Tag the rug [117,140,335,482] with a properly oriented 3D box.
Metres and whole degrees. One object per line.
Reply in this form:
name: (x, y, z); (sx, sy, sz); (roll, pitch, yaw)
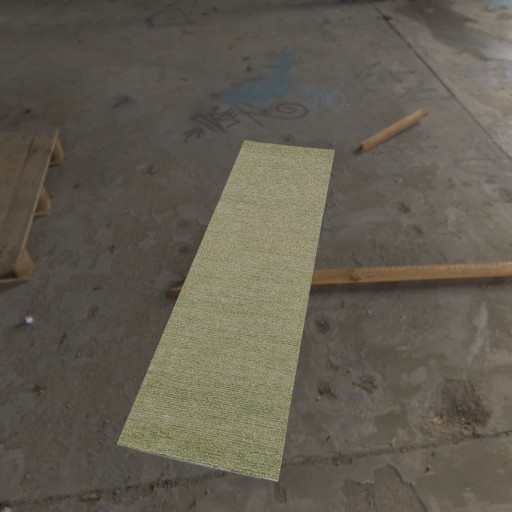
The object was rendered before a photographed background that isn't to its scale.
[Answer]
rug: (0.000, 0.000, 2.567); (0.686, 0.013, 2.340); (9, 48, 8)
